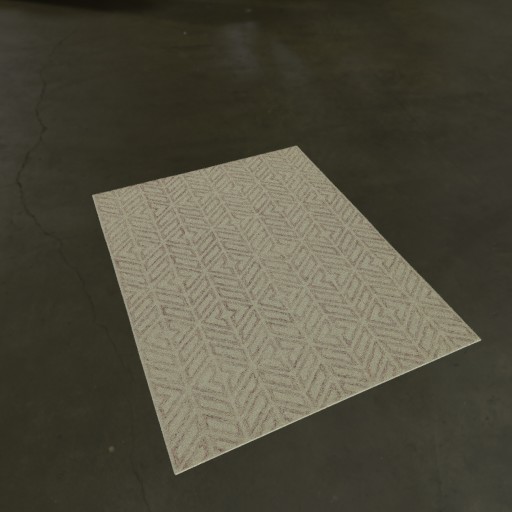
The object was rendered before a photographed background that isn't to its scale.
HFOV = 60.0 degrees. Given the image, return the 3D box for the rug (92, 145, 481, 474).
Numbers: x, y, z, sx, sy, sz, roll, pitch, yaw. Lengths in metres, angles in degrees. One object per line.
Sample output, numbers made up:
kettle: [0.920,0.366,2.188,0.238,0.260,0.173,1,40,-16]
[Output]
rug: [0.000,0.000,4.024,2.421,0.008,3.045,-17,48,-17]
